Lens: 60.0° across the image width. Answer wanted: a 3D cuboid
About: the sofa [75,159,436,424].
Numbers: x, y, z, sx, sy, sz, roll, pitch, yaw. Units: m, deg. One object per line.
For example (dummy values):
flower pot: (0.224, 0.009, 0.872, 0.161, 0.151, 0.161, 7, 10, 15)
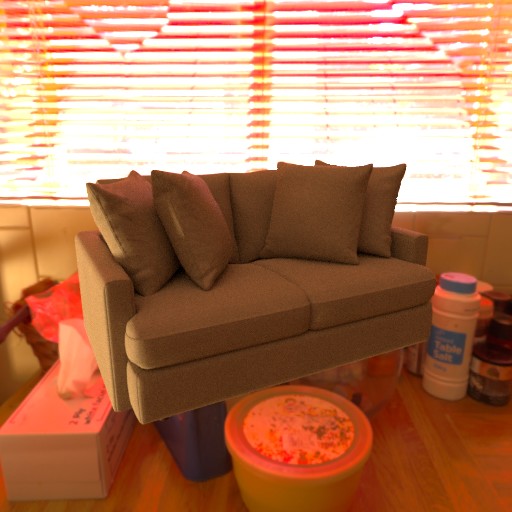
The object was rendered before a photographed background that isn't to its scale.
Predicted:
sofa: (0.000, 0.000, 2.615, 1.869, 1.080, 1.228, -8, 18, -26)
